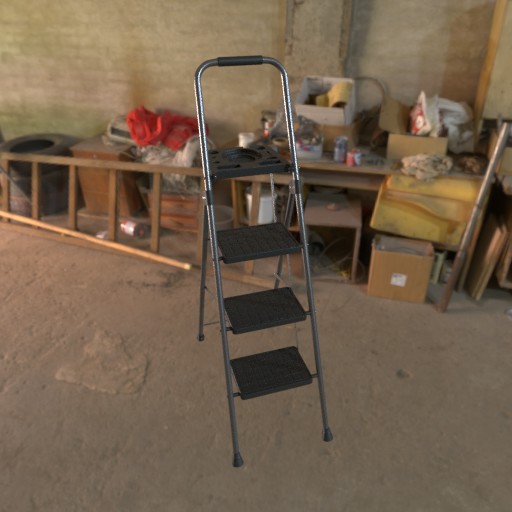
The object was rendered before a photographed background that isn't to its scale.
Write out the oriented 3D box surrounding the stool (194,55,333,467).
[{"bbox_3d":[0.000,0.000,1.592,0.396,1.277,0.733,-9,33,-15],"label":"stool"}]
